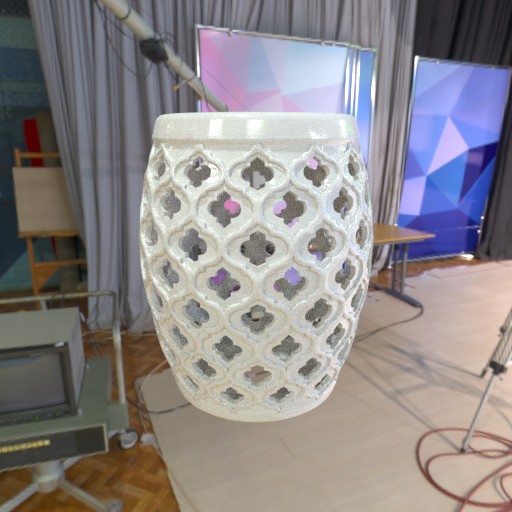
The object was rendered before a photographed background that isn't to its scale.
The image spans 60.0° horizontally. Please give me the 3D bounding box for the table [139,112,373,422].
[{"bbox_3d":[0.000,0.000,0.641,0.325,0.388,0.325,0,16,0],"label":"table"}]
